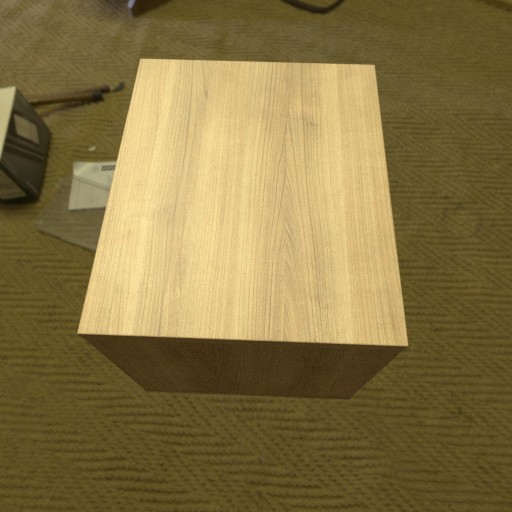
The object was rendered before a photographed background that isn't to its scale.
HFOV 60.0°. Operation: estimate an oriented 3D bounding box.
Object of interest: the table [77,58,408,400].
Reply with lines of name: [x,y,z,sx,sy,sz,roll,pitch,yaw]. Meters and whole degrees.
table: [0.000,0.000,0.794,0.380,0.460,0.445,2,63,1]
